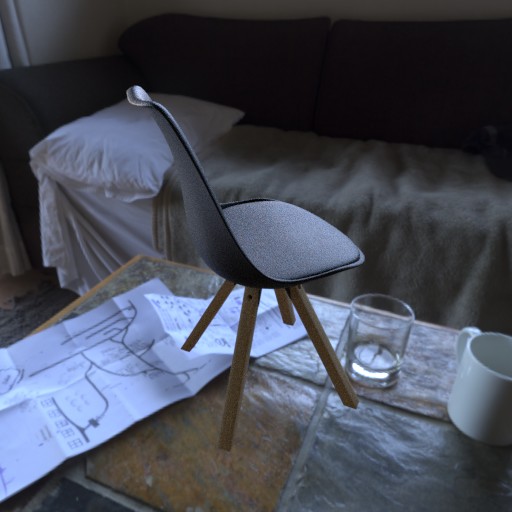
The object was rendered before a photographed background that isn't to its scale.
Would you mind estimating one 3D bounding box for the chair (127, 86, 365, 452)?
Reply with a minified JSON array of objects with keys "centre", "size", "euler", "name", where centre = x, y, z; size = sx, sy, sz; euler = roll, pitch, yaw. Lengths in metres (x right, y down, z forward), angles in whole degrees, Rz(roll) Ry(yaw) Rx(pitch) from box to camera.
[{"centre":[0.000,0.000,1.178],"size":[0.549,0.850,0.485],"euler":[-11,30,-19],"name":"chair"}]
